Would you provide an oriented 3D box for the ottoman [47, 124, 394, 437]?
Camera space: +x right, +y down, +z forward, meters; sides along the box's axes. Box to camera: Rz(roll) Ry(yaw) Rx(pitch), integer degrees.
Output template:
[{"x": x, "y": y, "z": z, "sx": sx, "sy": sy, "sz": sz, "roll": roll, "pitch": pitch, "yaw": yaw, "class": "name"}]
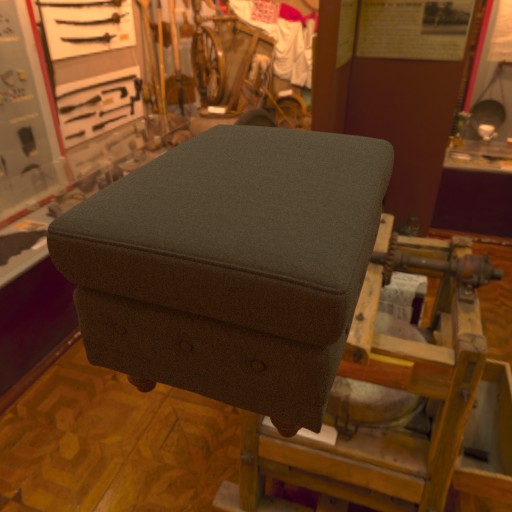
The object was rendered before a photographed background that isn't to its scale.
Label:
[{"x": 0.000, "y": 0.000, "z": 1.119, "sx": 0.569, "sy": 0.500, "sz": 0.771, "roll": 11, "pitch": 32, "yaw": 17, "class": "ottoman"}]
